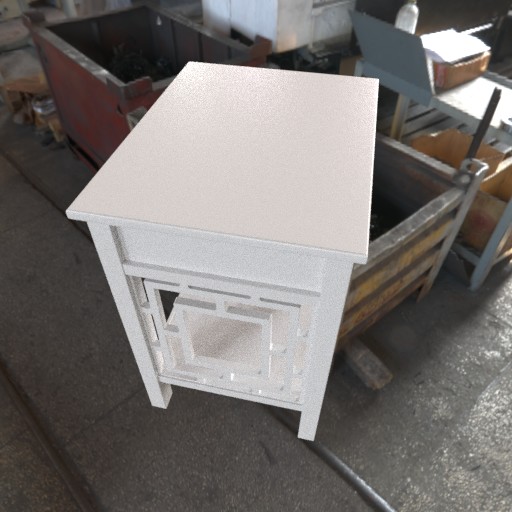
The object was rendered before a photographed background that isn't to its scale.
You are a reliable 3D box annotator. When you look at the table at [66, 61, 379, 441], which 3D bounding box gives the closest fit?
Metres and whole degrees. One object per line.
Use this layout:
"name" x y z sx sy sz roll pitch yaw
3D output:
"table" 0.000 0.000 1.040 0.451 0.646 0.564 9 46 9
